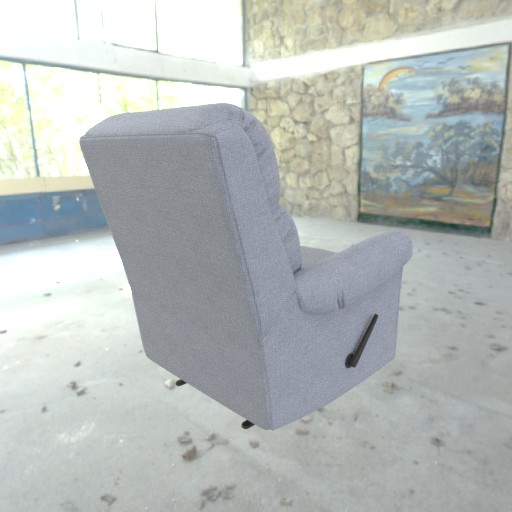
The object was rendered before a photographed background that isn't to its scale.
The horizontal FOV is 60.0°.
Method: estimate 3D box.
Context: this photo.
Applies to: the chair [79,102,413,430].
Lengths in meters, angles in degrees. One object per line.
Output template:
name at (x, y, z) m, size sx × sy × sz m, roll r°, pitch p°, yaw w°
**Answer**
chair at (0.000, 0.000, 1.717) m, size 1.014 × 1.054 × 0.838 m, roll -13°, pitch 19°, yaw -43°
